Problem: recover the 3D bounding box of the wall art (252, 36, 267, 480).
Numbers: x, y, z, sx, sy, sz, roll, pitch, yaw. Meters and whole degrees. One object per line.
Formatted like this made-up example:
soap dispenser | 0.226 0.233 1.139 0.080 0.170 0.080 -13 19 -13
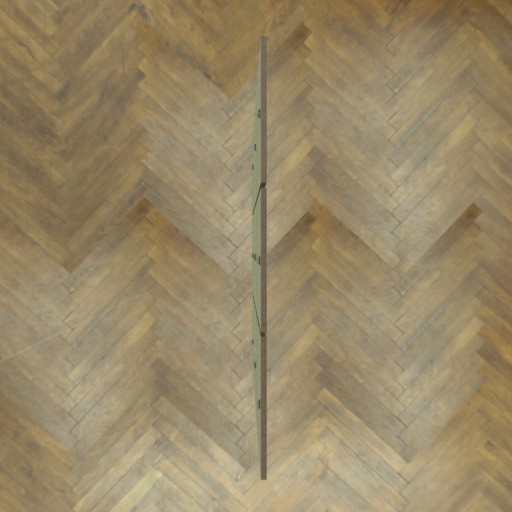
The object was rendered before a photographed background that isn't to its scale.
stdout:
wall art | 0.000 0.000 1.357 0.018 0.904 0.906 0 91 -2
